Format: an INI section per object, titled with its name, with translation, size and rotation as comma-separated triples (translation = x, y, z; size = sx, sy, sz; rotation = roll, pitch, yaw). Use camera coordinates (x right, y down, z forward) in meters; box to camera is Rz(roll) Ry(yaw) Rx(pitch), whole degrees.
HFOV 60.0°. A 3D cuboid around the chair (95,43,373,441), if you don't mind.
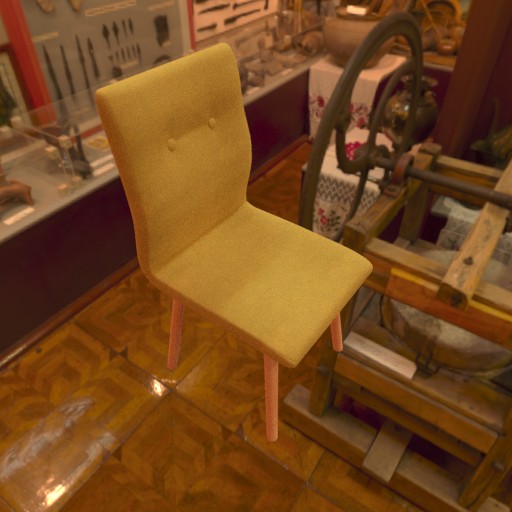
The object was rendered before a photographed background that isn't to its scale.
[chair]
translation = 0.000, 0.000, 1.274
size = 0.550, 0.965, 0.450
rotation = 26, 48, 27
